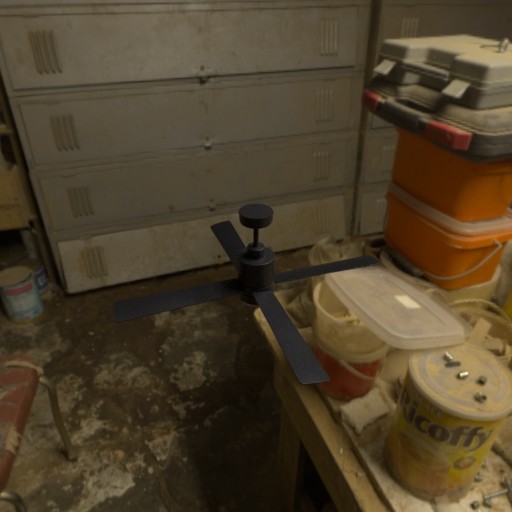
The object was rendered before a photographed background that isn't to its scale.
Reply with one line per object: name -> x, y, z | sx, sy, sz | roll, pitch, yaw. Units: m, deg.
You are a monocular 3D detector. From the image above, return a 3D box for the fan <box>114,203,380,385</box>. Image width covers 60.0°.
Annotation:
fan -> 0.000, 0.000, 2.370 | 1.525, 0.534, 1.525 | -10, 33, -16
